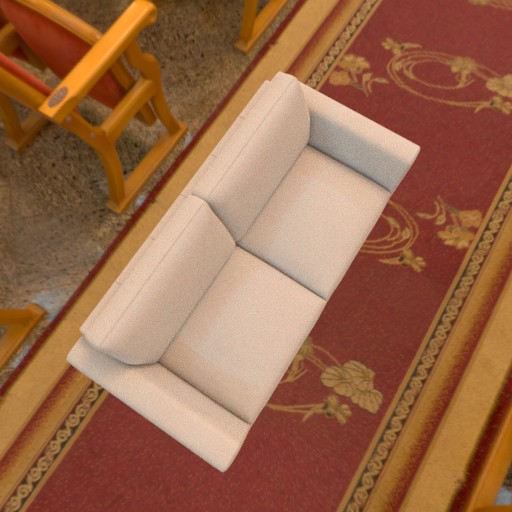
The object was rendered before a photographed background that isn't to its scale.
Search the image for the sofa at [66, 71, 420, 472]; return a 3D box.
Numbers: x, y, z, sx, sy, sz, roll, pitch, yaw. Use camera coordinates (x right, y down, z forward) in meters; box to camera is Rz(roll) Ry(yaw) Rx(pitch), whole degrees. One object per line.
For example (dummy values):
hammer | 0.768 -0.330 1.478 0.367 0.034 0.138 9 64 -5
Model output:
sofa | 0.000 0.000 2.494 0.953 0.875 2.017 32 76 9
